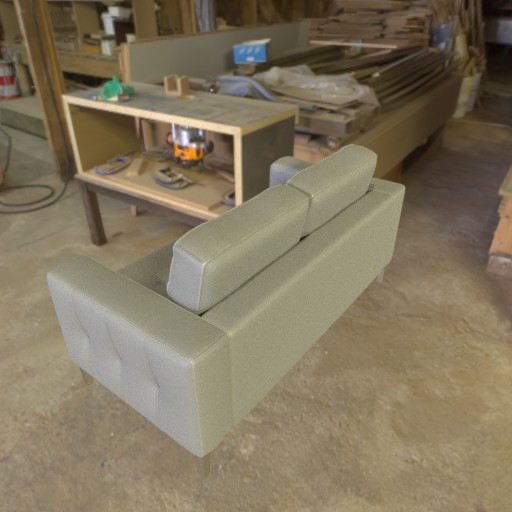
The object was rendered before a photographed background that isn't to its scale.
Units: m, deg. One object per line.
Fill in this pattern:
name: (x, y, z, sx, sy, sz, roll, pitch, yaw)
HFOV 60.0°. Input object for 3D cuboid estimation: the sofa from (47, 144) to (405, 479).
sofa: (0.000, 0.000, 2.198, 0.833, 0.893, 1.726, 22, 38, 31)
